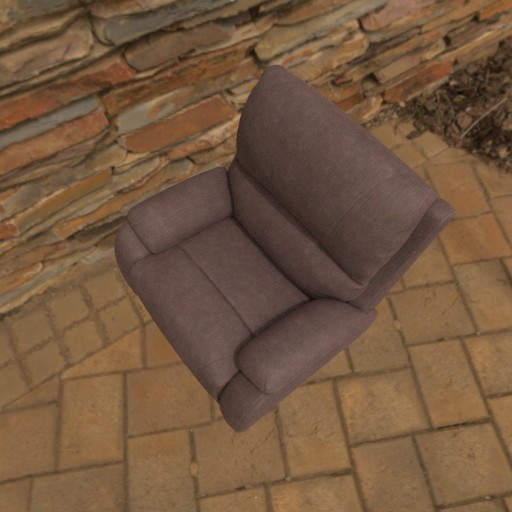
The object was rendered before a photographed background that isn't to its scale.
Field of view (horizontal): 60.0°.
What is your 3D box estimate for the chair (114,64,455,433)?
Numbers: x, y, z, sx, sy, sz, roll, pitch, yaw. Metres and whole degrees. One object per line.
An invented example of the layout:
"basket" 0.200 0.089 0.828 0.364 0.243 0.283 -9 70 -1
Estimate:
"chair" 0.000 0.000 1.728 0.899 1.011 0.930 -35 67 -17
